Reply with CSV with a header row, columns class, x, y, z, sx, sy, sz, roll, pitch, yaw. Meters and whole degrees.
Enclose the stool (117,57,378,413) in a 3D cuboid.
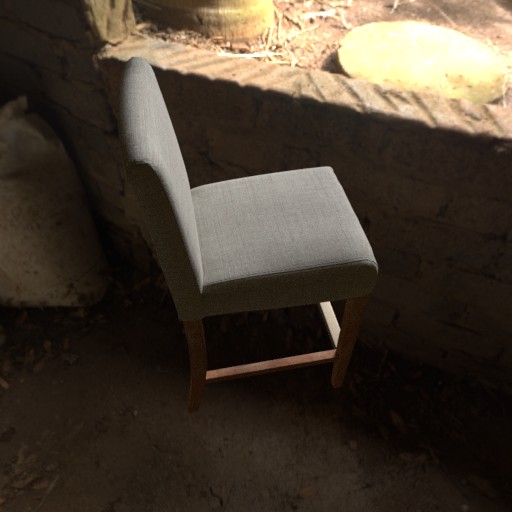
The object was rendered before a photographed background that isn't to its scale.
class,x,y,z,sx,sy,sz,roll,pitch,yaw
stool,0.000,0.000,1.299,0.567,1.039,0.454,-8,49,-7
